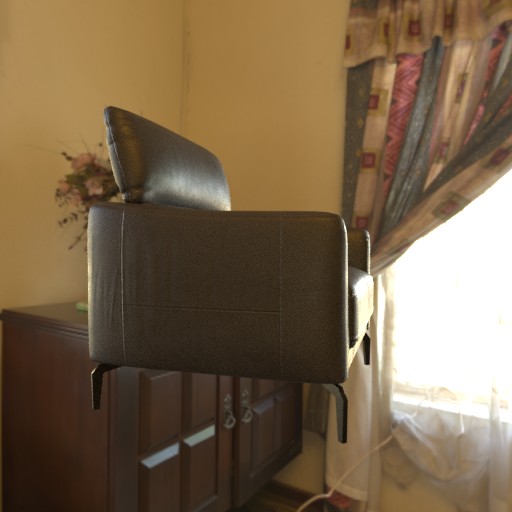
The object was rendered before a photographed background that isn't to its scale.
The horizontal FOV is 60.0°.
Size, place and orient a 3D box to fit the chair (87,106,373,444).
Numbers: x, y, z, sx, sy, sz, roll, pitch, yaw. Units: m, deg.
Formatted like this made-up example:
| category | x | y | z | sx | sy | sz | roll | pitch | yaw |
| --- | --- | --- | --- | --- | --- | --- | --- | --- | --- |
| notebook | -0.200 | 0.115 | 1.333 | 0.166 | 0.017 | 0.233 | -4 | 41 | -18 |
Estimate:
| category | x | y | z | sx | sy | sz | roll | pitch | yaw |
| --- | --- | --- | --- | --- | --- | --- | --- | --- | --- |
| chair | 0.000 | 0.000 | 1.643 | 0.809 | 0.949 | 0.976 | 0 | 1 | 18 |
